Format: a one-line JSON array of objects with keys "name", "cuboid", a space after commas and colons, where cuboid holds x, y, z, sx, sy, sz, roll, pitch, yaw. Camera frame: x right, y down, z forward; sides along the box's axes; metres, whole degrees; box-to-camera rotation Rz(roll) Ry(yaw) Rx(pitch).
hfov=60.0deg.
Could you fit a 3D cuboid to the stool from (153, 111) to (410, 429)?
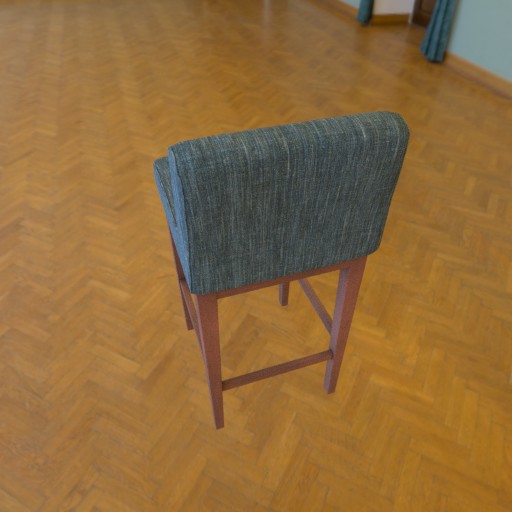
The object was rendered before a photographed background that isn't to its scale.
[{"name": "stool", "cuboid": [0.000, 0.000, 1.096, 0.395, 0.835, 0.459, -13, 42, -14]}]
